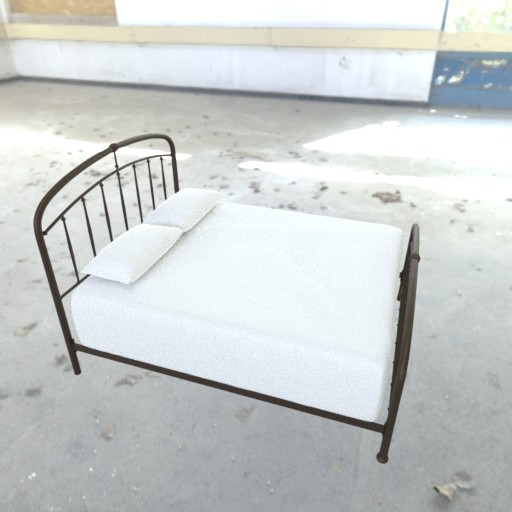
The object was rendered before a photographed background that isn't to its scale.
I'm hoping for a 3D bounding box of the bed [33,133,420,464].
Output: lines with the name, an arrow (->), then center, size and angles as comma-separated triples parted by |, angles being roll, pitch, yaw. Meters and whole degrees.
bed -> 0.000, 0.000, 3.172 | 2.180, 1.425, 1.711 | 10, 32, 16
